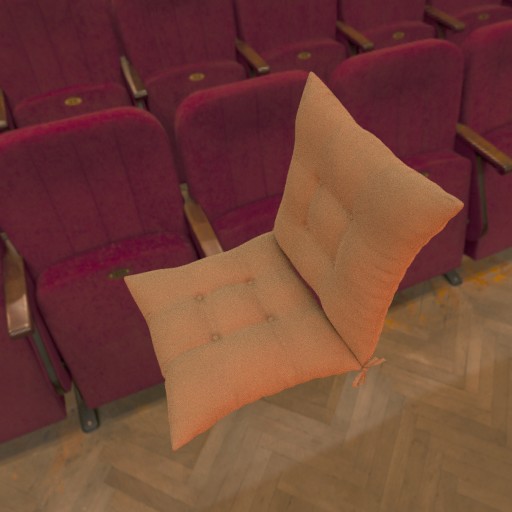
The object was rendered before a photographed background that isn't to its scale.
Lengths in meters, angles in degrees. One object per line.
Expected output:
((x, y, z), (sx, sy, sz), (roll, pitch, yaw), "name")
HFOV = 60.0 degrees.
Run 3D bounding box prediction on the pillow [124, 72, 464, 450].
((0.000, 0.000, 0.982), (0.585, 0.536, 0.541), (-18, 50, -15), "pillow")
